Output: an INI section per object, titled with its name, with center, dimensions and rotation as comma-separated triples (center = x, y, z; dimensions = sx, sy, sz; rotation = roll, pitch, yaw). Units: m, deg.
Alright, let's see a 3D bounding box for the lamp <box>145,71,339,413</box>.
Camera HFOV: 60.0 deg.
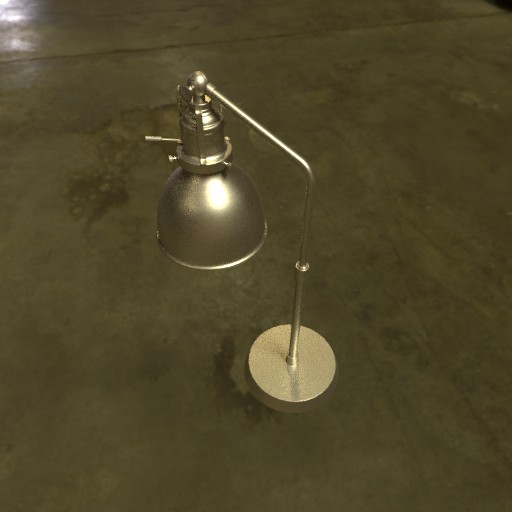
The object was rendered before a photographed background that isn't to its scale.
[lamp]
center = 0.000, 0.000, 0.582
dimensions = 0.286, 0.456, 0.153
rotation = 23, 50, 21
